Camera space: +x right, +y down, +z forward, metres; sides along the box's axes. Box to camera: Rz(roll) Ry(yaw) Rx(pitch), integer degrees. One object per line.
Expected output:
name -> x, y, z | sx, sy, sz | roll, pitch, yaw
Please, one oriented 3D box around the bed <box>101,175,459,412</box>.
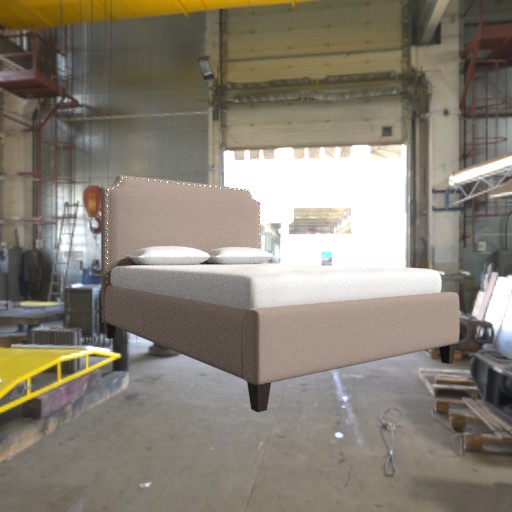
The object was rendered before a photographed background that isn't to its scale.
bed -> 0.000, 0.000, 3.451 | 1.713, 1.443, 2.372 | 0, 0, -36
